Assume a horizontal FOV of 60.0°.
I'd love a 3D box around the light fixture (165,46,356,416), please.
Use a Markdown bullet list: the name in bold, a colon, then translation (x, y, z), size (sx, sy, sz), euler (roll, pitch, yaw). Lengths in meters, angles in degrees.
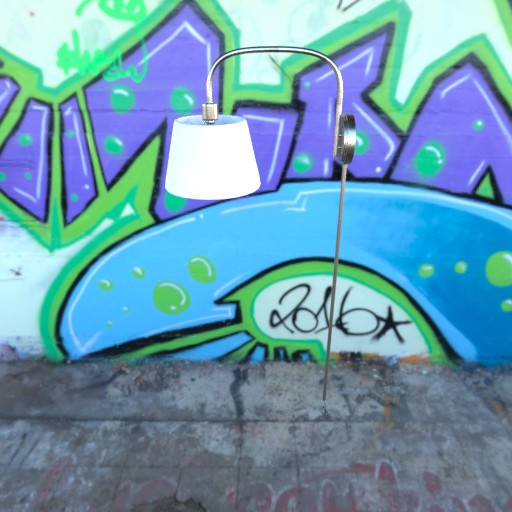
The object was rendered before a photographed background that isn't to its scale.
- **light fixture**: translation (0.000, 0.000, 0.466), size (0.176, 0.399, 0.092), euler (0, 26, 0)
